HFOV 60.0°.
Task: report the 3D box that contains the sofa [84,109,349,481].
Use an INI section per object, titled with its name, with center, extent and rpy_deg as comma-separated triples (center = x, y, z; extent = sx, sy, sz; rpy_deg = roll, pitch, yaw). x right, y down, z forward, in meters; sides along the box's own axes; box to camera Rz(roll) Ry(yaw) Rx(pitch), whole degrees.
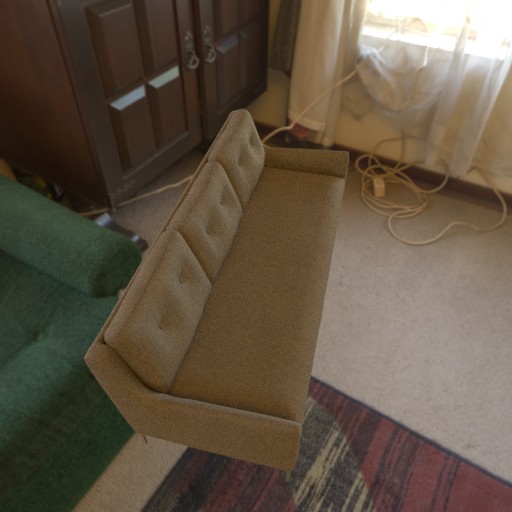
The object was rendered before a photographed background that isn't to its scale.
[sofa]
center = 0.000, 0.000, 2.528
extent = 0.849, 0.837, 2.060
rpy_deg = 10, 46, 10
